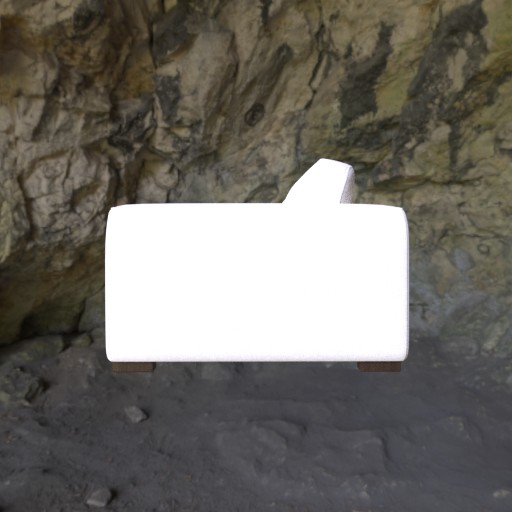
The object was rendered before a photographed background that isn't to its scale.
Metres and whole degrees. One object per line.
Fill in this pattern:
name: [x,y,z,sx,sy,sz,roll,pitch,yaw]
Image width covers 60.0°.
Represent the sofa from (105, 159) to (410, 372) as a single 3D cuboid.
sofa: [0.000,0.000,2.460,1.069,0.801,1.920,0,0,-1]
